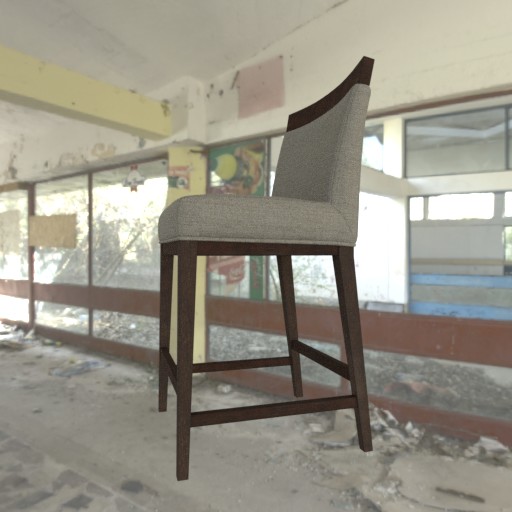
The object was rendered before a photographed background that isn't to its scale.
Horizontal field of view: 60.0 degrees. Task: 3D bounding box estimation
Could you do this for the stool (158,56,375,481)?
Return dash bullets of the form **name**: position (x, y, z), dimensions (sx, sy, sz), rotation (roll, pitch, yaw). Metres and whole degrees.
- **stool**: position (0.000, 0.000, 1.295), dimensions (0.531, 1.009, 0.512), rotation (0, 1, -18)
